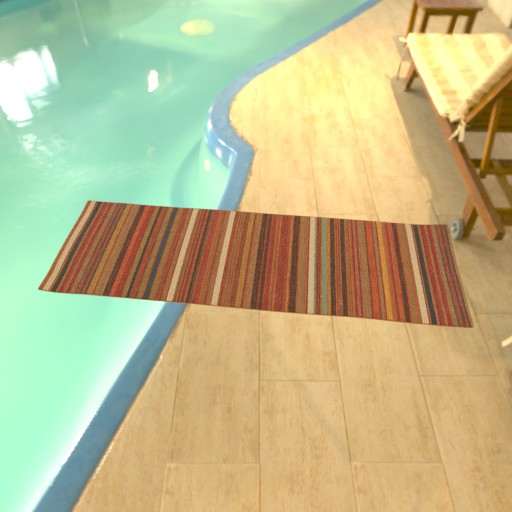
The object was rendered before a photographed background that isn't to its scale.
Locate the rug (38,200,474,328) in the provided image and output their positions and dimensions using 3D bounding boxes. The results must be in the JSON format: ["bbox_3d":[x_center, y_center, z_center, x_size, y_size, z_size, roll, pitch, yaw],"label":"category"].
[{"bbox_3d":[0.000,0.000,2.726,2.444,0.030,0.799,5,48,4],"label":"rug"}]
